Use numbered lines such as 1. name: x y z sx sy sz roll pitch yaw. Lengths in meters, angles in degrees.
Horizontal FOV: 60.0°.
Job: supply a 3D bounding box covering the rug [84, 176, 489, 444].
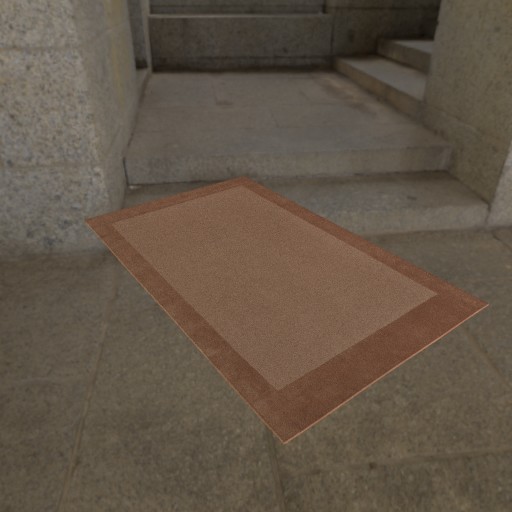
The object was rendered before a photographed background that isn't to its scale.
1. rug: 0.000 0.000 2.993 1.524 0.014 2.438 -21 38 -30
